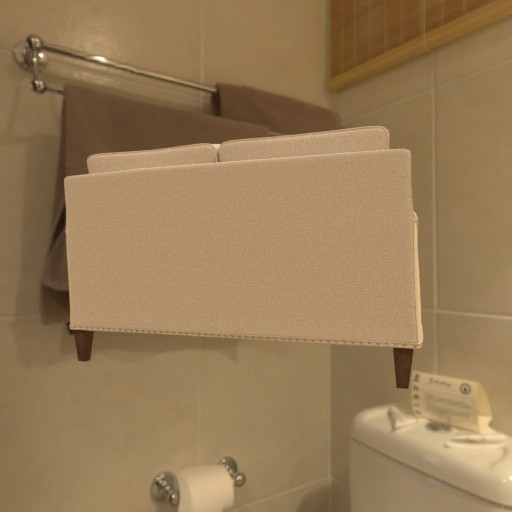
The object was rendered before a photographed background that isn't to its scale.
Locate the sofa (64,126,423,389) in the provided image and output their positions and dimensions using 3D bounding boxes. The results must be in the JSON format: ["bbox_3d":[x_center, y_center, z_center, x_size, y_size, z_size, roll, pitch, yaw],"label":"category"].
[{"bbox_3d":[0.000,0.000,2.272,1.597,1.003,1.084,0,-2,19],"label":"sofa"}]
